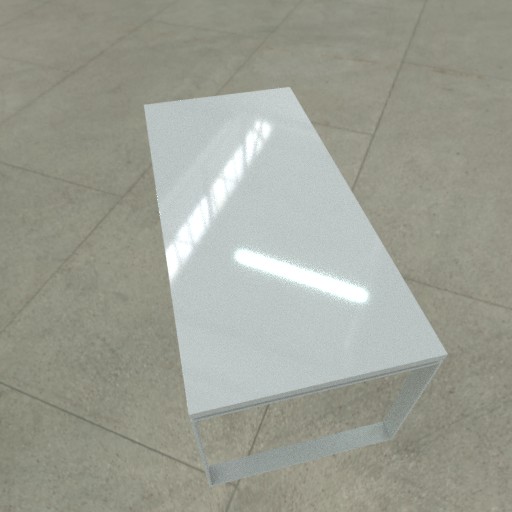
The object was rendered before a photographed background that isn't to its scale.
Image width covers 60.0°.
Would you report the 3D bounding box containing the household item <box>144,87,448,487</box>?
[{"bbox_3d":[0.000,0.000,2.124,0.800,0.745,1.700,-10,49,-9],"label":"household item"}]
